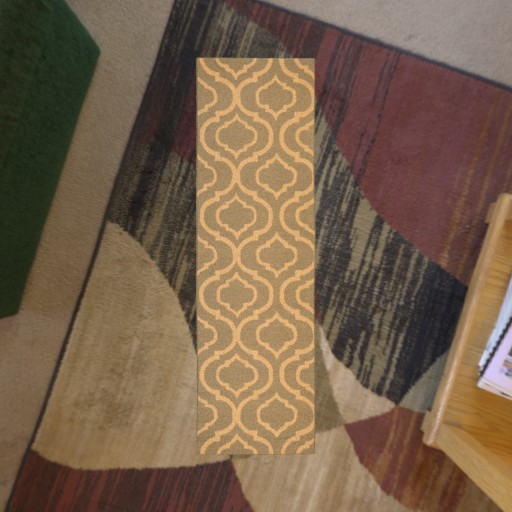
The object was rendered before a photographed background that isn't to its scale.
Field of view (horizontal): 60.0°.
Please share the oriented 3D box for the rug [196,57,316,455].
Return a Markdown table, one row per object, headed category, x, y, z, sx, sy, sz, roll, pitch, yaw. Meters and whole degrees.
| category | x | y | z | sx | sy | sz | roll | pitch | yaw |
| --- | --- | --- | --- | --- | --- | --- | --- | --- | --- |
| rug | 0.000 | 0.000 | 2.541 | 0.684 | 0.009 | 2.275 | 0 | 90 | -1 |
